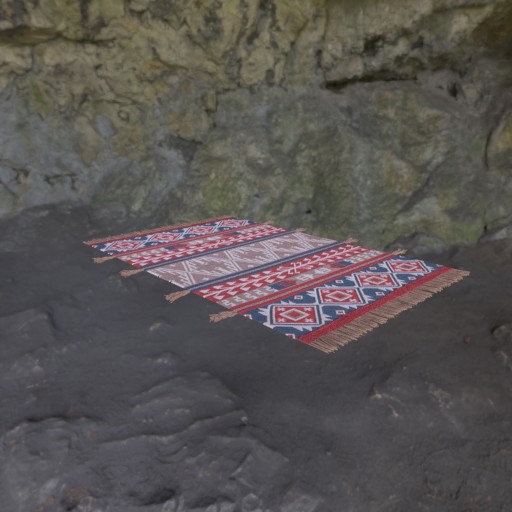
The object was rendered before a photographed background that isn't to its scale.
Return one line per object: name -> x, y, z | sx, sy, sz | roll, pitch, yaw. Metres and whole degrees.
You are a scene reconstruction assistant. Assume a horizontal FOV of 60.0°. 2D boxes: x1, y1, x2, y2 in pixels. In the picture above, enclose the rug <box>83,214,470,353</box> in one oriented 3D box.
rug -> 0.000, 0.000, 2.625 | 1.469, 0.040, 2.025 | -16, 23, -41
